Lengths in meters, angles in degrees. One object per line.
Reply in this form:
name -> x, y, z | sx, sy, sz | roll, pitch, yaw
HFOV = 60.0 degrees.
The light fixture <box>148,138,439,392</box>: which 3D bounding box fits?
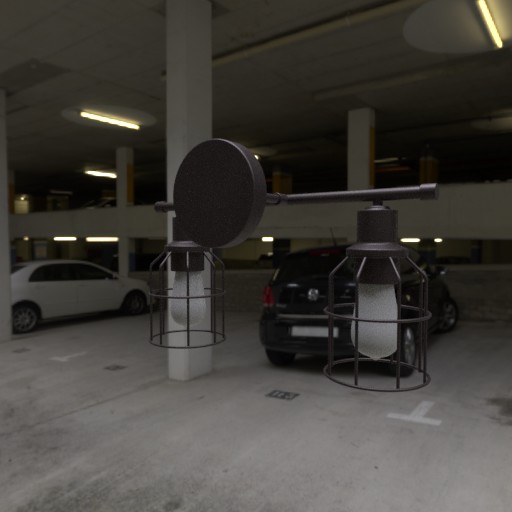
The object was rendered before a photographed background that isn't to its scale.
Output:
light fixture -> 0.000, 0.000, 0.541 | 0.406, 0.254, 0.165 | 2, 3, 36
